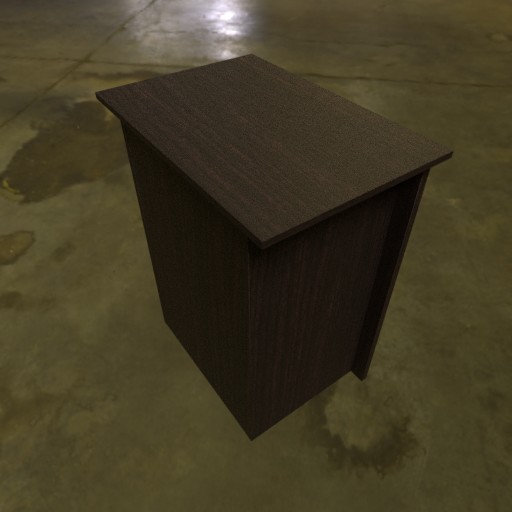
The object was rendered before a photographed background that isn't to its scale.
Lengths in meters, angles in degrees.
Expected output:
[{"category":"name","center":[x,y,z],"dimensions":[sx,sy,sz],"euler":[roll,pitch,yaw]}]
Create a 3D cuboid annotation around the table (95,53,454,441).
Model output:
[{"category":"table","center":[0.000,0.000,1.081],"dimensions":[0.406,0.711,0.591],"euler":[-26,49,-25]}]
